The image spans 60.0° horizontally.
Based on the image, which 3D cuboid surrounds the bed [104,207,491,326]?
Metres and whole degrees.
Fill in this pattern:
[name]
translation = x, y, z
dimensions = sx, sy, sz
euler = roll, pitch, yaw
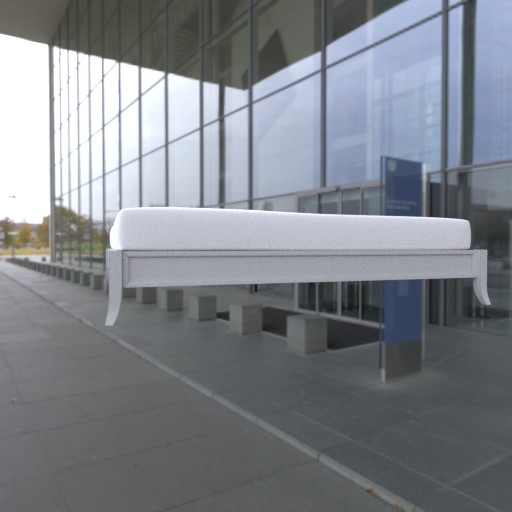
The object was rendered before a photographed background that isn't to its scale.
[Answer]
[bed]
translation = 0.000, 0.000, 3.098
dimensions = 2.007, 0.510, 2.108
euler = 0, 1, -19
